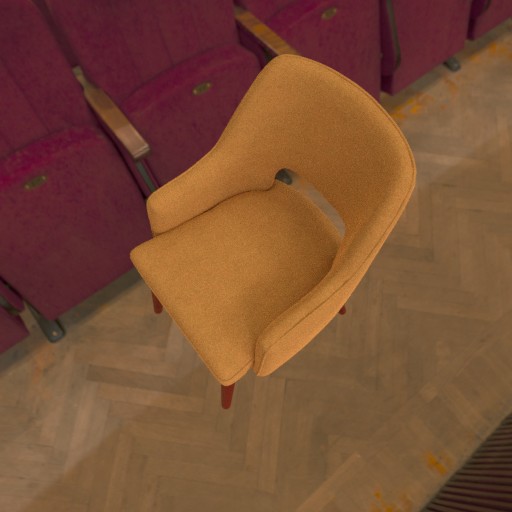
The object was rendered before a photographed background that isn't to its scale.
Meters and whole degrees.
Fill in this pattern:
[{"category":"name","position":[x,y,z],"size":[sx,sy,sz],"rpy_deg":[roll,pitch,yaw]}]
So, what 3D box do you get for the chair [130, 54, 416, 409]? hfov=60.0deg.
[{"category":"chair","position":[0.000,0.000,1.232],"size":[0.605,0.849,0.548],"rpy_deg":[-35,69,-16]}]
